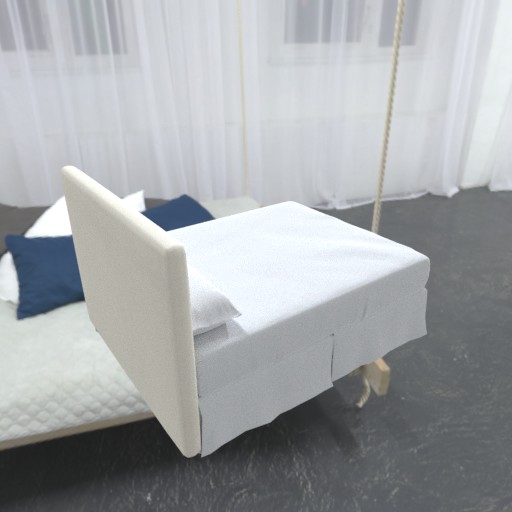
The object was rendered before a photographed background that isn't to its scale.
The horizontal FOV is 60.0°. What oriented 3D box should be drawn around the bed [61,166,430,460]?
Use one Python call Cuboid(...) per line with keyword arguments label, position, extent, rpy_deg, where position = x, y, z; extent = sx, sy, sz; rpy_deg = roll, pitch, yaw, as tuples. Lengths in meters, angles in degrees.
Cuboid(label="bed", position=(0.000, 0.000, 3.254), extent=(2.142, 1.330, 1.713), rpy_deg=(-18, 31, -32))
